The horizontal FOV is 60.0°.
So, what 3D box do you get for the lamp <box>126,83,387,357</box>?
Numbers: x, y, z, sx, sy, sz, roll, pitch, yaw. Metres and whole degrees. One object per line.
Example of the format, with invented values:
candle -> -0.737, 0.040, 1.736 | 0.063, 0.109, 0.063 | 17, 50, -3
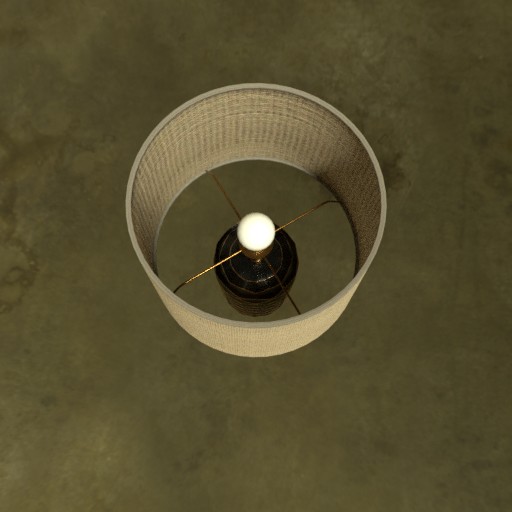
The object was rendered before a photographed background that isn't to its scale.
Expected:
lamp -> 0.000, 0.000, 0.839 | 0.376, 0.594, 0.376 | 0, 75, 0
